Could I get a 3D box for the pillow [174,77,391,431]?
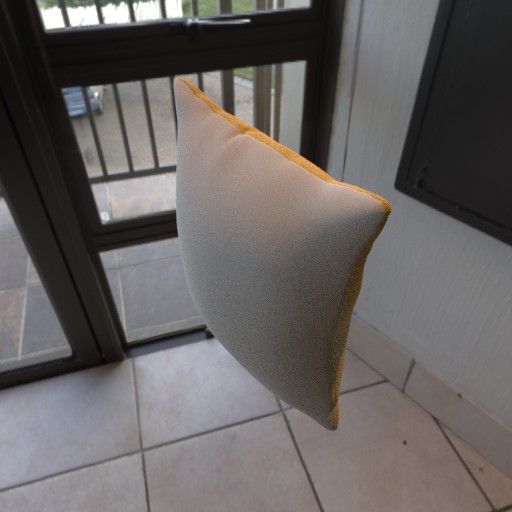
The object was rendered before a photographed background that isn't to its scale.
[{"bbox_3d":[0.000,0.000,0.717,0.211,0.450,0.450,-25,47,-26],"label":"pillow"}]
